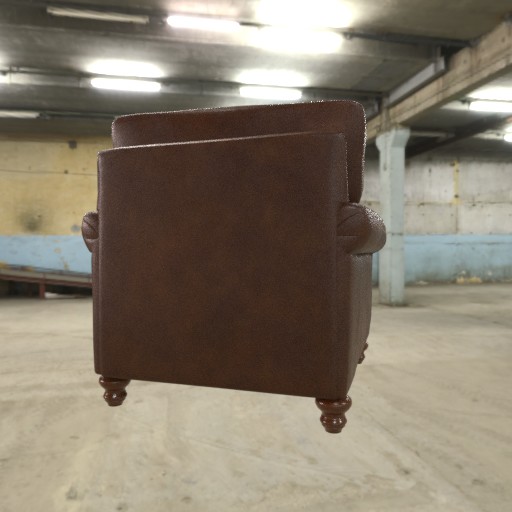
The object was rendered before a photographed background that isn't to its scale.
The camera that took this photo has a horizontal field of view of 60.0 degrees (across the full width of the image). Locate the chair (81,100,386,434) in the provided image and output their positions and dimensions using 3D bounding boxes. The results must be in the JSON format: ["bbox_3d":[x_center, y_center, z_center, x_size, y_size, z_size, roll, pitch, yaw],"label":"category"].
[{"bbox_3d":[0.000,0.000,1.749,0.989,0.972,0.992,0,1,17],"label":"chair"}]
